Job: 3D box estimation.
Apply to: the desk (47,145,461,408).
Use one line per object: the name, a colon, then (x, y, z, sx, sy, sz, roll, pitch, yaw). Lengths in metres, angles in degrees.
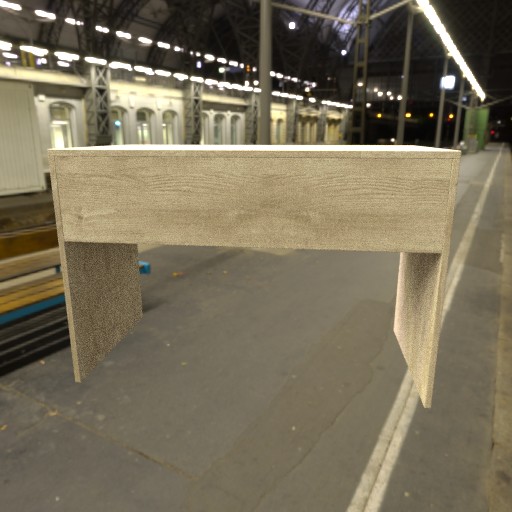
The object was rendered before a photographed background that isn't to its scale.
desk: (0.000, 0.000, 1.530, 1.100, 0.730, 0.560, 2, 15, 7)
